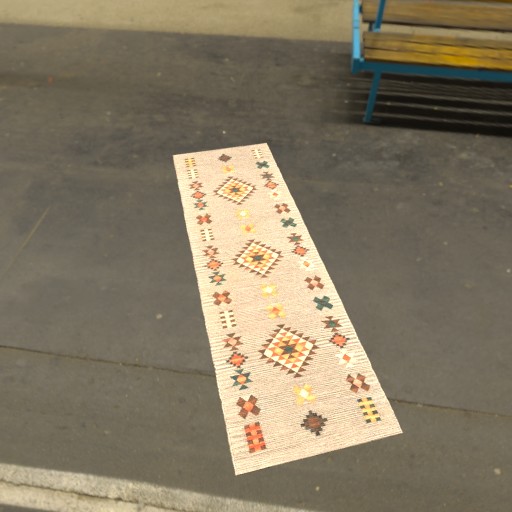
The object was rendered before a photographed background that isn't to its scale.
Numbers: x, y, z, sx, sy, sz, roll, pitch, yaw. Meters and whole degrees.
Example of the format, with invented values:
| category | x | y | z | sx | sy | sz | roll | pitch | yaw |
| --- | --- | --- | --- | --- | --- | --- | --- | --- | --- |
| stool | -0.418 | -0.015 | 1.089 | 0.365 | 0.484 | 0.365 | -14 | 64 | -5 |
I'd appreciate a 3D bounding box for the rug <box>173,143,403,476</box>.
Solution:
| category | x | y | z | sx | sy | sz | roll | pitch | yaw |
| --- | --- | --- | --- | --- | --- | --- | --- | --- | --- |
| rug | 0.000 | 0.000 | 2.728 | 0.766 | 0.008 | 2.432 | -10 | 47 | -9 |
